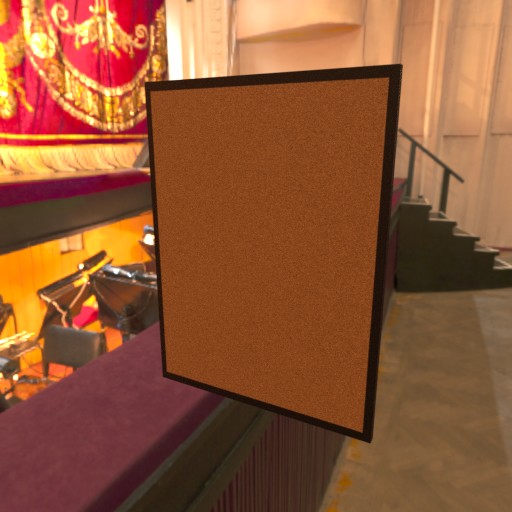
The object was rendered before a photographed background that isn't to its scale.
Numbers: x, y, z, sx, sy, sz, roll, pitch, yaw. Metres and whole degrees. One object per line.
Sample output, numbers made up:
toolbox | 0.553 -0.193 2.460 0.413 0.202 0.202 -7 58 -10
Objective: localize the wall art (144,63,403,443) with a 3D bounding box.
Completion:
wall art | 0.000 0.000 1.347 0.774 1.027 0.030 8 17 27
